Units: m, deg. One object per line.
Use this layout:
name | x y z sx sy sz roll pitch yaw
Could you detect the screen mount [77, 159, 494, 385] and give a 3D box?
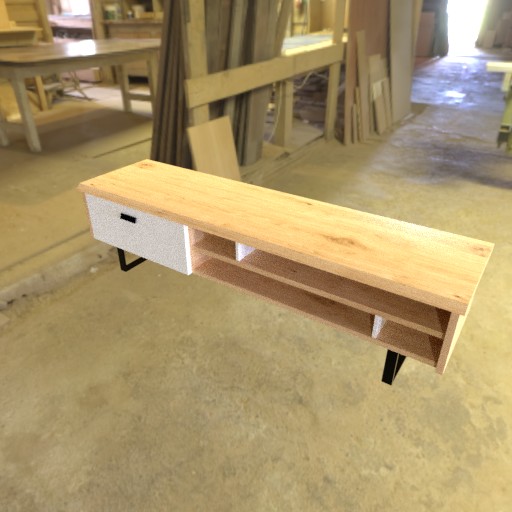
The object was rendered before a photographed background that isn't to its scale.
screen mount | 0.000 0.000 1.900 1.700 0.430 0.450 18 35 29
